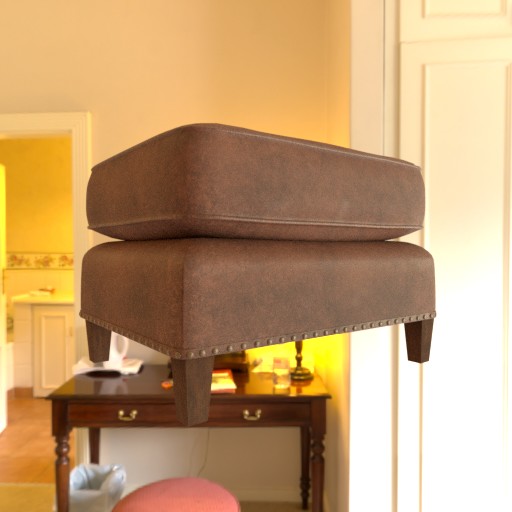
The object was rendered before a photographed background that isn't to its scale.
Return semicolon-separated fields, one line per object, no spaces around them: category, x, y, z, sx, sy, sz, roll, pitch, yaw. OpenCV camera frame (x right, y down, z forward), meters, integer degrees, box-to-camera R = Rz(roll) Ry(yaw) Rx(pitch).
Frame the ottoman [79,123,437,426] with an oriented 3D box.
ottoman;0.000;0.000;1.139;0.738;0.537;0.589;-1;1;-37
